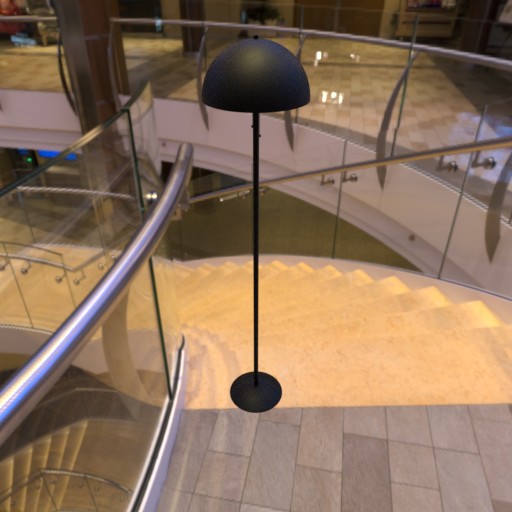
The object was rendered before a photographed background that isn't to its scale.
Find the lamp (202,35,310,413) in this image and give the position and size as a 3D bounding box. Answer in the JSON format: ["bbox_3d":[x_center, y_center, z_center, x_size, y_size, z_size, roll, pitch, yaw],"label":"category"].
[{"bbox_3d":[0.000,0.000,1.649,0.328,1.480,0.328,-21,38,-29],"label":"lamp"}]
